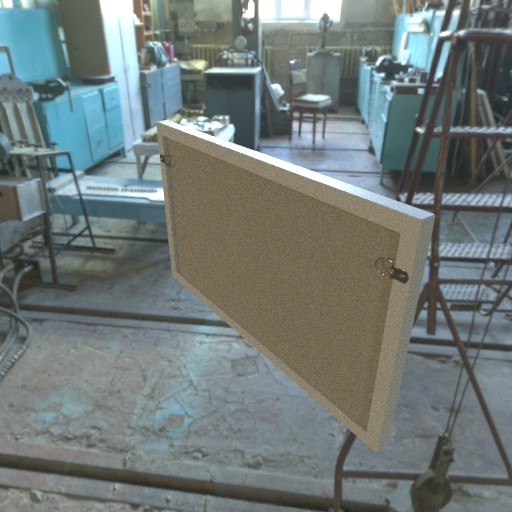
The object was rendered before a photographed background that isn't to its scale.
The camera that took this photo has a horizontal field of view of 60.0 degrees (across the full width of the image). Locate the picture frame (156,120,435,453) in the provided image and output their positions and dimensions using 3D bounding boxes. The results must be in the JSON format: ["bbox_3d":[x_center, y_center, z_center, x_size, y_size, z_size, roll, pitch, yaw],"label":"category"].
[{"bbox_3d":[0.000,0.000,0.807,0.044,0.379,0.647,-20,34,-32],"label":"picture frame"}]
